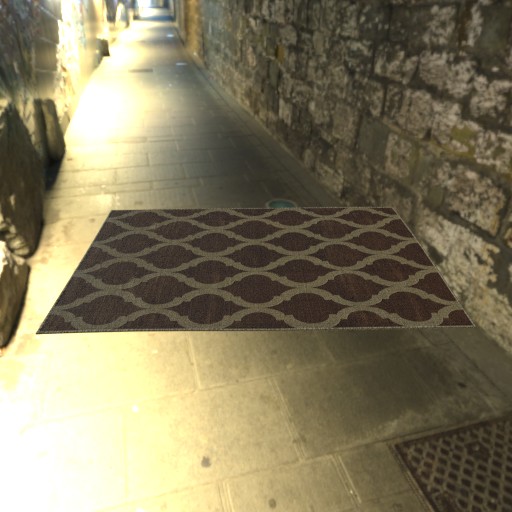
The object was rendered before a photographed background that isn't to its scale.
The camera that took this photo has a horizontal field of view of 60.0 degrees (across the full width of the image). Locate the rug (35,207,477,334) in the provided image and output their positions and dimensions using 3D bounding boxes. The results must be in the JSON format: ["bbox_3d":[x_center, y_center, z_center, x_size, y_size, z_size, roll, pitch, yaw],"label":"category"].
[{"bbox_3d":[0.000,0.000,2.931,2.284,0.008,1.522,-1,30,-1],"label":"rug"}]
